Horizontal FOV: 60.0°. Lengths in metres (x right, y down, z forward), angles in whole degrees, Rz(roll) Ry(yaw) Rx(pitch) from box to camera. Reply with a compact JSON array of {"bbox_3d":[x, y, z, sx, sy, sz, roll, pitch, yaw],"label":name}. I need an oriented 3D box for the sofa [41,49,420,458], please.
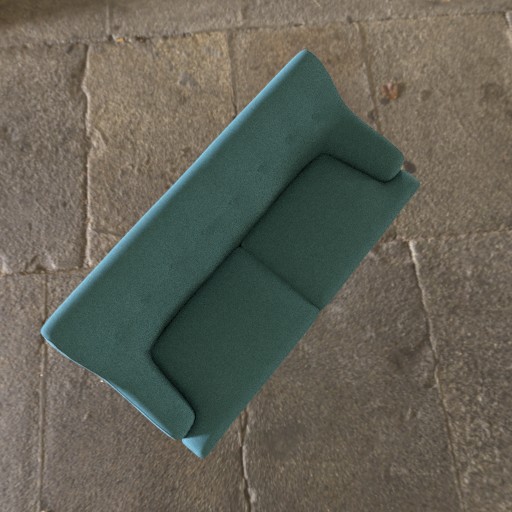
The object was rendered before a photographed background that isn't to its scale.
[{"bbox_3d":[0.000,0.000,2.529,0.978,0.871,2.057,39,79,9],"label":"sofa"}]
